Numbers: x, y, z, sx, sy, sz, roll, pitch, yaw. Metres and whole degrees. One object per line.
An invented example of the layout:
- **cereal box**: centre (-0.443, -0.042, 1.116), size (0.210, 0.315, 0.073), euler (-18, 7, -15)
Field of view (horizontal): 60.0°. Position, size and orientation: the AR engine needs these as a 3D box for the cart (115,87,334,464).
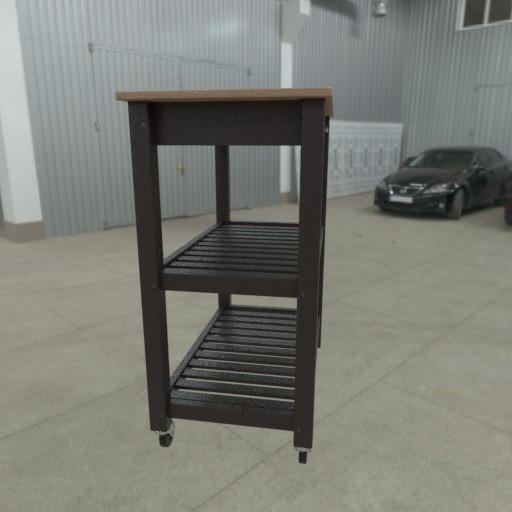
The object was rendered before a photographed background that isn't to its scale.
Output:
- **cart**: centre (0.000, 0.000, 1.441), size (0.457, 0.927, 0.899), euler (3, 15, 10)
